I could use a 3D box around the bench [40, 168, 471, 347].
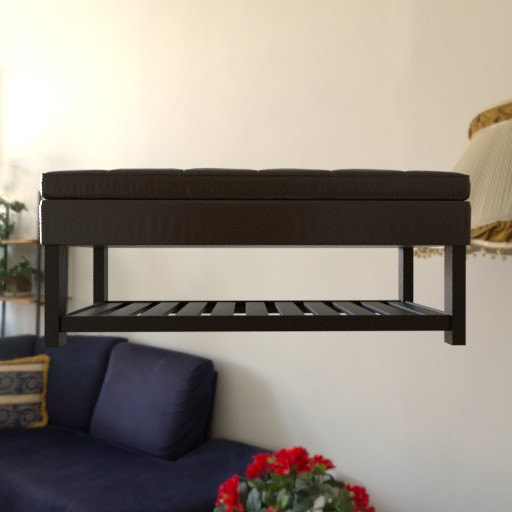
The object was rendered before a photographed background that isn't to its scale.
[{"bbox_3d":[0.000,0.000,1.331,1.105,0.460,0.432,0,0,-1],"label":"bench"}]
